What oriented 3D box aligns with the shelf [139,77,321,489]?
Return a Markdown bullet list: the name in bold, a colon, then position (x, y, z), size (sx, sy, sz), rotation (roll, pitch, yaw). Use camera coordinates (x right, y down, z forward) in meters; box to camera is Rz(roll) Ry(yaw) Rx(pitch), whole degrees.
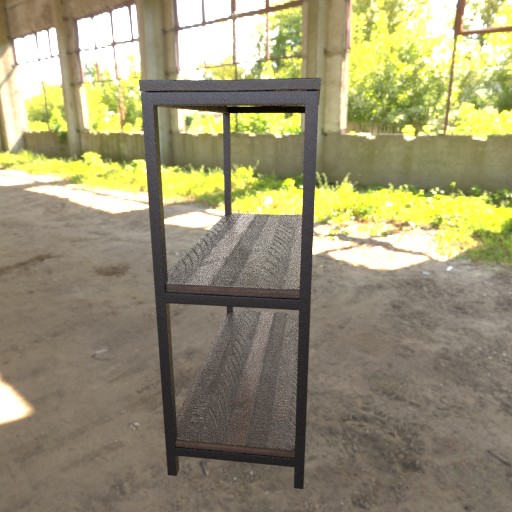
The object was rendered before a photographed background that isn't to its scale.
- **shelf**: position (0.000, 0.000, 1.368), size (0.352, 0.947, 0.822), rotation (2, 17, 7)
